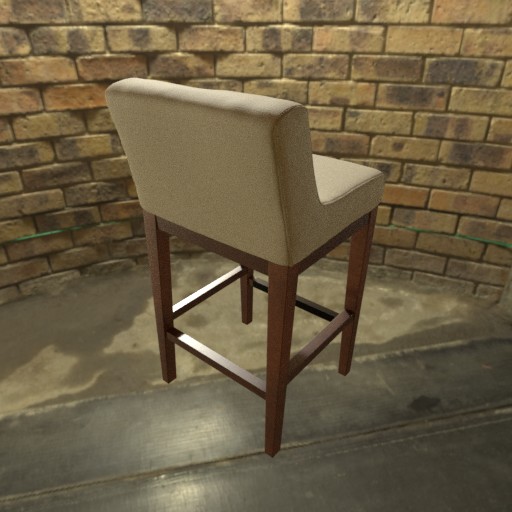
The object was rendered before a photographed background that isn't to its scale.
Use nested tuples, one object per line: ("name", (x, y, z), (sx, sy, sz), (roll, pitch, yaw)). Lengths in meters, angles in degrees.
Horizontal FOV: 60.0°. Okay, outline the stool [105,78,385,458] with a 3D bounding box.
("stool", (0.000, 0.000, 1.243), (0.511, 0.937, 0.500), (22, 36, 34))
